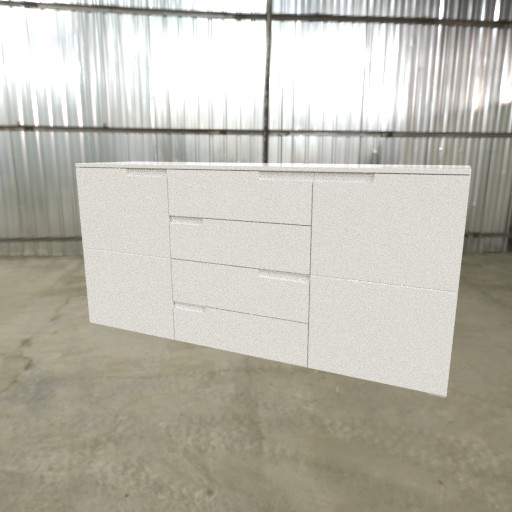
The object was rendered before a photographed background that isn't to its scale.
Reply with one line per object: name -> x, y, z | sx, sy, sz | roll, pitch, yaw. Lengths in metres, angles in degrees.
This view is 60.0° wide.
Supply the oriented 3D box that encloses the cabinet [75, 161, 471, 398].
cabinet -> 0.000, 0.000, 1.975 | 1.650, 0.800, 0.400 | 6, 15, 24
